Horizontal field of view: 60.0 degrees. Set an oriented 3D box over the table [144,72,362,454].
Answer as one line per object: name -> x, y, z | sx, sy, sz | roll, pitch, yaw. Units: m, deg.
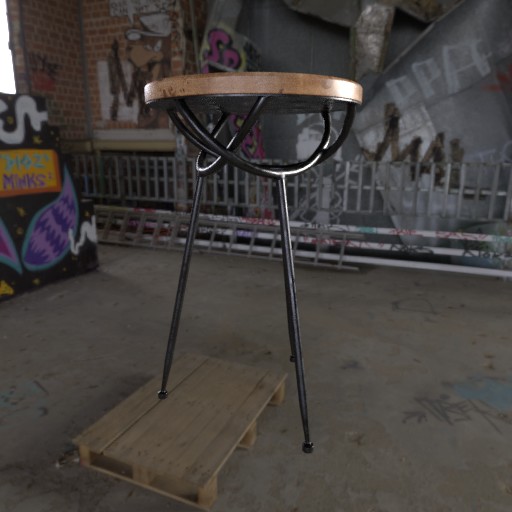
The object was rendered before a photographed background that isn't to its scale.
table -> 0.000, 0.000, 0.935 | 0.414, 0.664, 0.418 | 13, 19, 42
